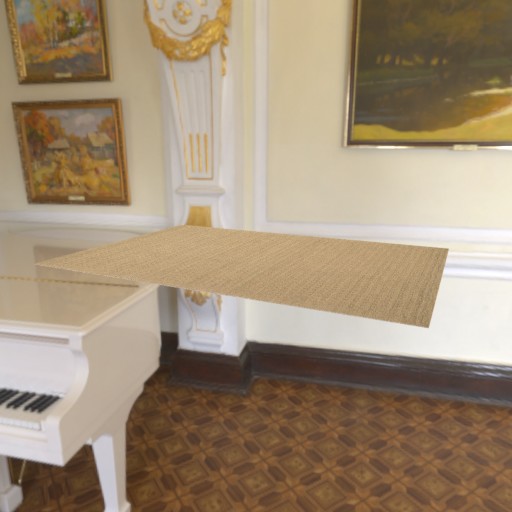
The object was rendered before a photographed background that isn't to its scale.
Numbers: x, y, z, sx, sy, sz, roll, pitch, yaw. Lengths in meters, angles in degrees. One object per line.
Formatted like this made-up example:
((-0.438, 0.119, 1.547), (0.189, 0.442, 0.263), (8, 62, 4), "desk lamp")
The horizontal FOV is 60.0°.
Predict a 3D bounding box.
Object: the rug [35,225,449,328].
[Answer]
((0.000, 0.000, 3.722), (2.895, 0.006, 1.981), (7, 15, 25), "rug")
